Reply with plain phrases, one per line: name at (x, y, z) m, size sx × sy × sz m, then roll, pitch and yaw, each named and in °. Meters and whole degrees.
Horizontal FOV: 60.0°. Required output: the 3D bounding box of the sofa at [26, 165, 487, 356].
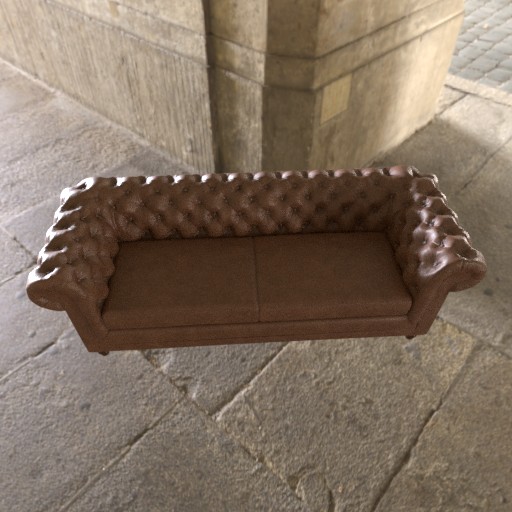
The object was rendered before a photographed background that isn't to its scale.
sofa at (0.000, 0.000, 2.777) m, size 2.385 × 0.783 × 0.944 m, roll -3°, pitch 46°, yaw -2°
